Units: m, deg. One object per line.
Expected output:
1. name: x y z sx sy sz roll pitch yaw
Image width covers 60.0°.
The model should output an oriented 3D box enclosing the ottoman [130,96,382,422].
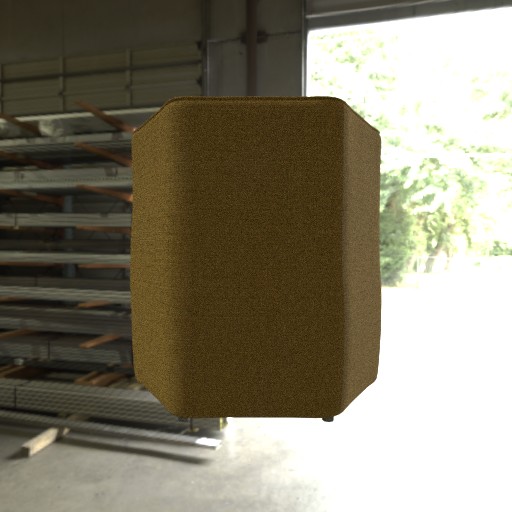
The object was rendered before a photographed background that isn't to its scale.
1. ottoman: 0.000 0.000 0.875 0.494 0.502 0.443 0 1 0
